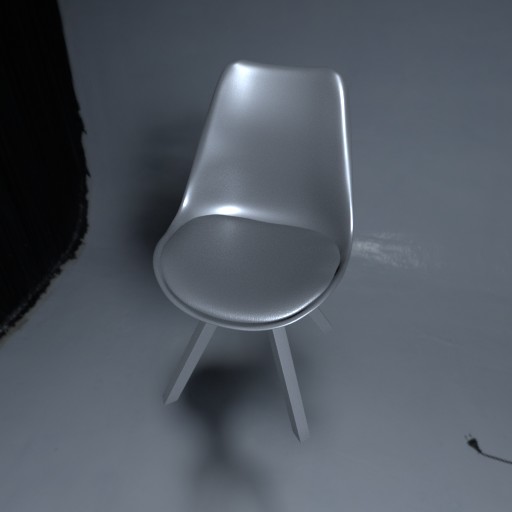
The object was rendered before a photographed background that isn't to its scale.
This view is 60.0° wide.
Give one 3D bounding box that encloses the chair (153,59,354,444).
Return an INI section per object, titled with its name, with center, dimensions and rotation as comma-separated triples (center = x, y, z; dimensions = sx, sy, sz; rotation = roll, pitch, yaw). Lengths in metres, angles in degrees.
[chair]
center = 0.000, 0.000, 1.182
dimensions = 0.485, 0.850, 0.530
rotation = 11, 40, 13
